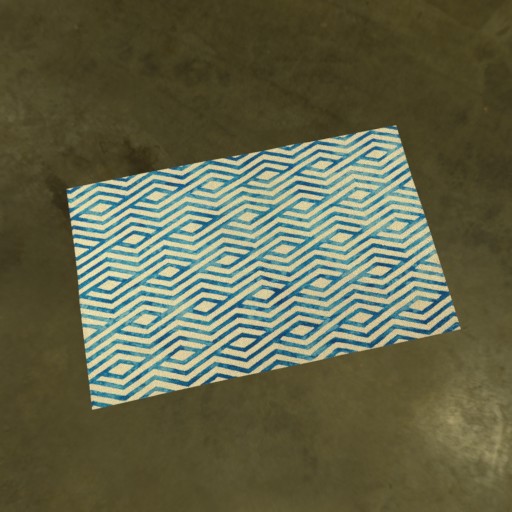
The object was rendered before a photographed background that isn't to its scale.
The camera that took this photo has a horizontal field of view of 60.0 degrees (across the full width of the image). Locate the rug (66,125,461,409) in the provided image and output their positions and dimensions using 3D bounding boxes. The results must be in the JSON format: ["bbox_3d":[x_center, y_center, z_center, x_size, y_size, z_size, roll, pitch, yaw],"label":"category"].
[{"bbox_3d":[0.000,0.000,3.042,2.439,0.008,1.531,-12,76,-3],"label":"rug"}]
